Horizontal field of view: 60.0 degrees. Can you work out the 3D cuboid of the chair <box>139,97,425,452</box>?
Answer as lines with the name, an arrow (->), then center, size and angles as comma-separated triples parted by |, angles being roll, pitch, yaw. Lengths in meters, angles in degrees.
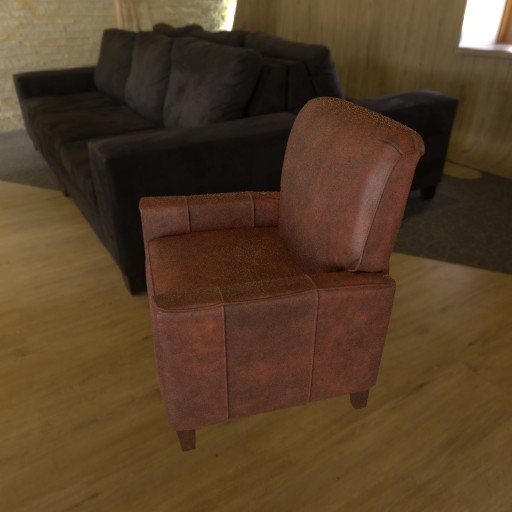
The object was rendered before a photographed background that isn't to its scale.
chair -> 0.000, 0.000, 1.671 | 0.836, 1.043, 0.843 | -8, 31, -14
